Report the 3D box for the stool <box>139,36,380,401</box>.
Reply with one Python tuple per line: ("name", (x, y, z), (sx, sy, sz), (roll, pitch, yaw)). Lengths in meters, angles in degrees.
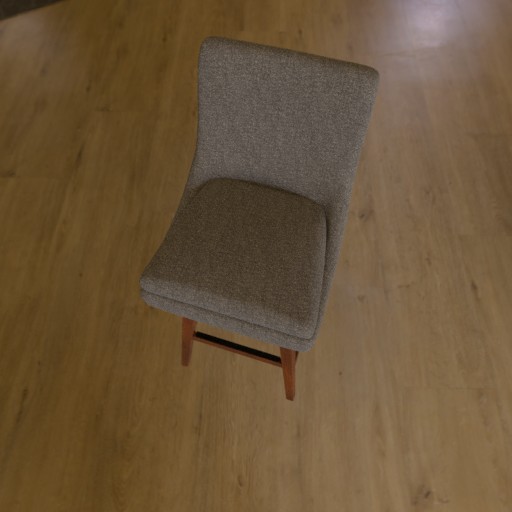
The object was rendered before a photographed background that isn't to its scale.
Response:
("stool", (0.000, 0.000, 1.378), (0.489, 1.068, 0.572), (15, 61, 9))
